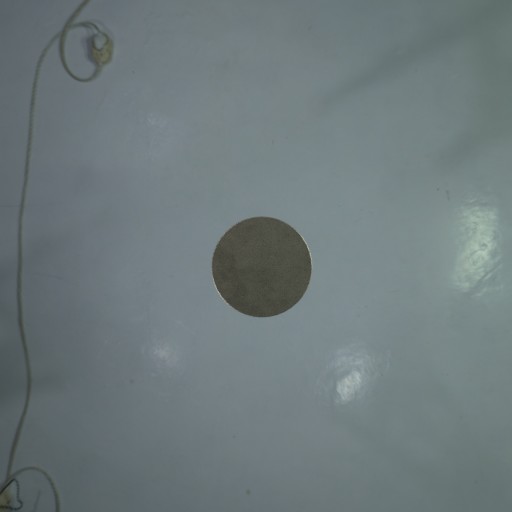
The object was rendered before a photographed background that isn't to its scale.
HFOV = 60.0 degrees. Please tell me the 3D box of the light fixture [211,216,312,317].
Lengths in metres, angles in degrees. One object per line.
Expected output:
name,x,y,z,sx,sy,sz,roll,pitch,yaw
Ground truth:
light fixture,0.000,0.000,0.839,0.170,0.759,0.170,0,92,-1
